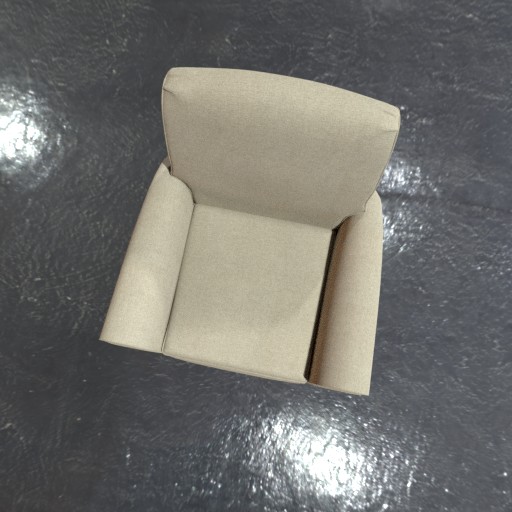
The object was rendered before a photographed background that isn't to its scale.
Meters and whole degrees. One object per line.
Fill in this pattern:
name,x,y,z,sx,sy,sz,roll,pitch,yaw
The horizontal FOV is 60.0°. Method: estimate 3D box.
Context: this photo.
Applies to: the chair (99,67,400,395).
chair,0.000,0.000,1.736,0.978,1.061,0.905,11,76,3
